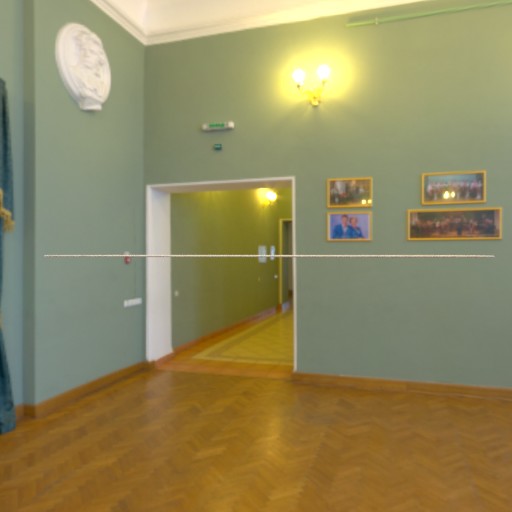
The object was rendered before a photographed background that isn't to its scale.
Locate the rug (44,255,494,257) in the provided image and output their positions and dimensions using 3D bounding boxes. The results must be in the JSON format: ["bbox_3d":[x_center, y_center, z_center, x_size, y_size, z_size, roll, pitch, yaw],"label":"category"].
[{"bbox_3d":[0.000,0.000,2.676,2.435,0.009,0.750,0,0,16],"label":"rug"}]
